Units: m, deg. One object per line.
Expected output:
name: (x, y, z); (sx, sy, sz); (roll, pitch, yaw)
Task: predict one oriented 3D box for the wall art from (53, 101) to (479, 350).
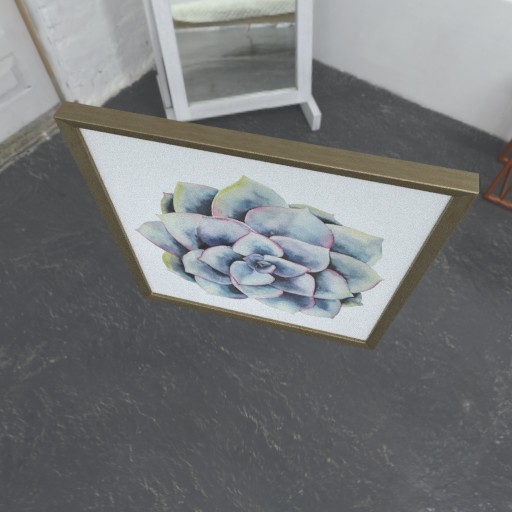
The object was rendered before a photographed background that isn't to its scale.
wall art: (0.000, 0.000, 0.732); (0.503, 0.506, 0.030); (12, 60, 7)
